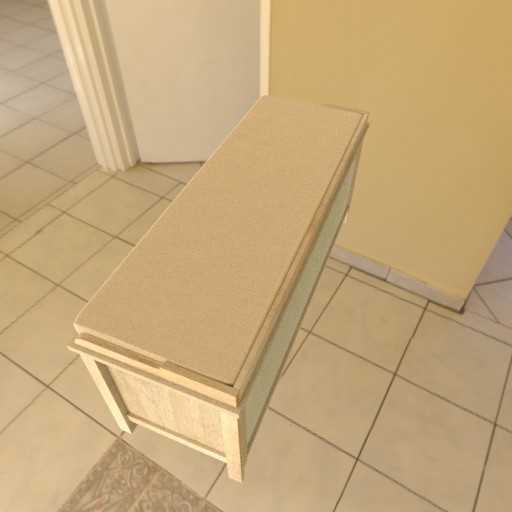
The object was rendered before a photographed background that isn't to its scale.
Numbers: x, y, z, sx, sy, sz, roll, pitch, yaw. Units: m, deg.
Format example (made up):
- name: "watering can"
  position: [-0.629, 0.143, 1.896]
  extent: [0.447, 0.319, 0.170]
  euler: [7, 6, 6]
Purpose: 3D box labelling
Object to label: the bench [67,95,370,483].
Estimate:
- name: "bench"
  position: [0.000, 0.000, 1.395]
  extent: [0.398, 0.501, 1.140]
  euler: [17, 49, 15]
